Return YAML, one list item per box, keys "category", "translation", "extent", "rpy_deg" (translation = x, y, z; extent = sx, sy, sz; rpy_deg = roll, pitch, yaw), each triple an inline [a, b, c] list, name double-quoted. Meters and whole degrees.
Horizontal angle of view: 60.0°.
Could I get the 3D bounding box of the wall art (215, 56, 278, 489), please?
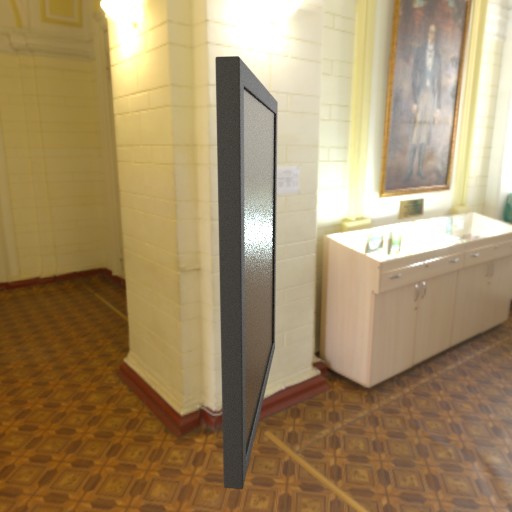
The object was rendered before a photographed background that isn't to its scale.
- category: "wall art"
  translation: [0.000, 0.000, 0.772]
  extent: [0.028, 0.558, 0.457]
  rpy_deg: [2, 13, 8]
